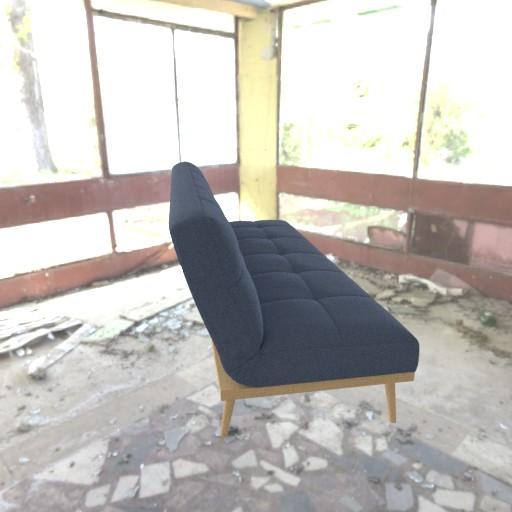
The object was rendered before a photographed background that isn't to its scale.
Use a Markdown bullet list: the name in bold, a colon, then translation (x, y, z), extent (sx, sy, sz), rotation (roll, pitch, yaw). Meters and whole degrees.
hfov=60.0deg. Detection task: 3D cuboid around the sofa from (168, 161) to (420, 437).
- **sofa**: translation (0.000, 0.000, 2.207), extent (0.796, 0.800, 1.800), rotation (-3, 17, -10)
